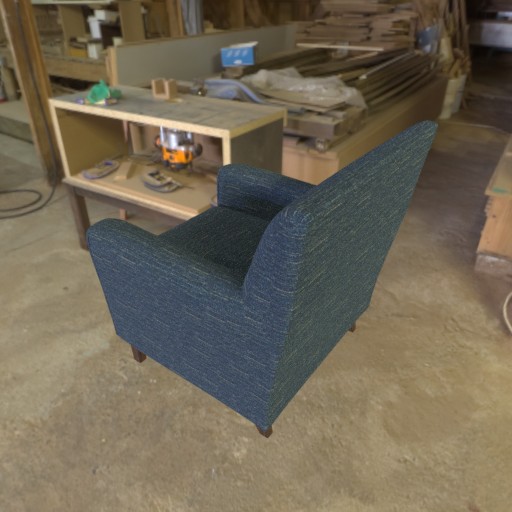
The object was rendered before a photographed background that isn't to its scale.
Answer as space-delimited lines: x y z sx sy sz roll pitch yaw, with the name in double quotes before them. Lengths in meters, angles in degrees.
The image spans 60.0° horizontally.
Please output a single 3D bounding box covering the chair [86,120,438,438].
"chair" 0.000 0.000 1.621 0.873 0.928 0.864 21 38 30
